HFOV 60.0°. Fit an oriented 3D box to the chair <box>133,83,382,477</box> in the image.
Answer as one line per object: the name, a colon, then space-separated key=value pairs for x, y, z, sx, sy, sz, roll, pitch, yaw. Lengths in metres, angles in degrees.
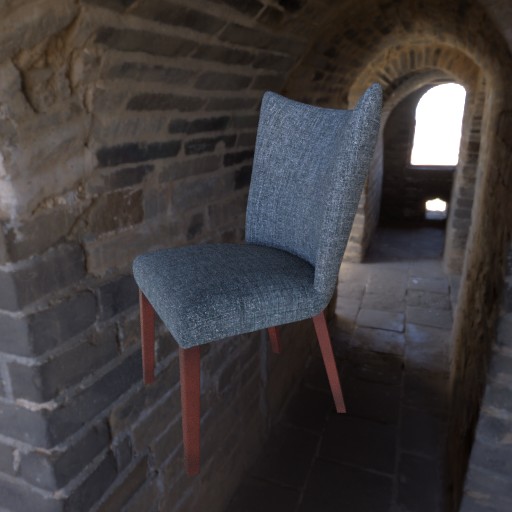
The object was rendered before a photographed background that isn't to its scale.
chair: x=0.000 y=0.000 z=1.285 sx=0.623 sy=0.924 sz=0.535 roll=-9 pitch=20 yaw=-26
